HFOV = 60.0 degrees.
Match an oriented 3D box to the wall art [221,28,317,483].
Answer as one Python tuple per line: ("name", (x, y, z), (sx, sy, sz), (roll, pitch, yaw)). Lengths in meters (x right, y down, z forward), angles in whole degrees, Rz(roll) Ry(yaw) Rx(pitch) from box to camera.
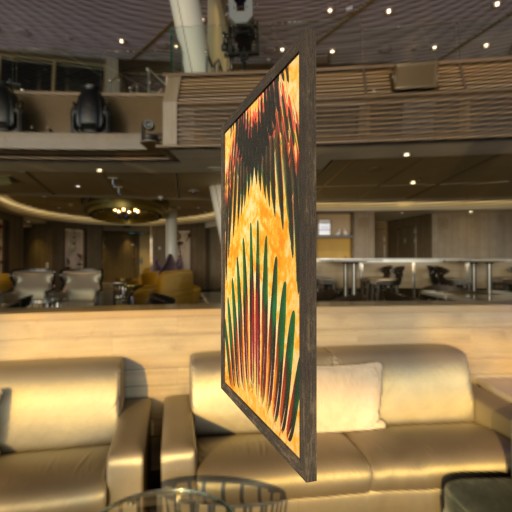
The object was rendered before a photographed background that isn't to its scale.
("wall art", (0.000, 0.000, 1.428), (0.029, 1.066, 0.812), (0, -1, -19))
